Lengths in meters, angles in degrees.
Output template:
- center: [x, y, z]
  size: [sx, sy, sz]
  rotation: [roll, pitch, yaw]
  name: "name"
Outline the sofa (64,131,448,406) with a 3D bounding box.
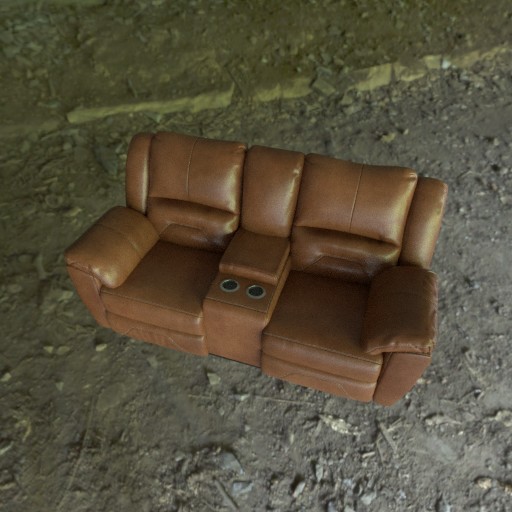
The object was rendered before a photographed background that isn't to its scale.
- center: [0.000, 0.000, 2.651]
  size: [2.058, 1.043, 0.991]
  rotation: [12, 44, 13]
  name: "sofa"
